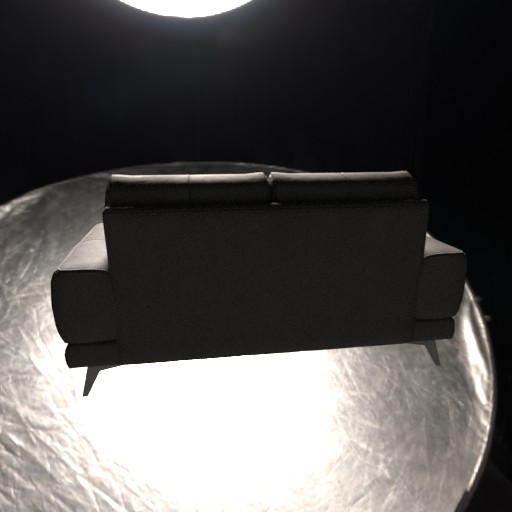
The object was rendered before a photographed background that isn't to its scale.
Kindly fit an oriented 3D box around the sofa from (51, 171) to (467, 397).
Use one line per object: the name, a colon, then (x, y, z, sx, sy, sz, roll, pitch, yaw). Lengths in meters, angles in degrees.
sofa: (0.000, 0.000, 2.320, 1.806, 0.907, 1.018, -2, 15, -9)
